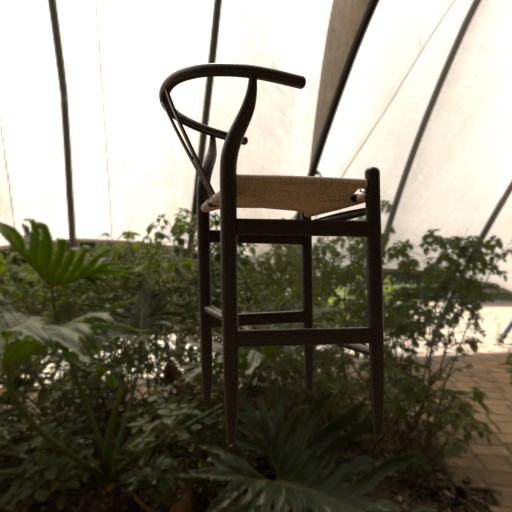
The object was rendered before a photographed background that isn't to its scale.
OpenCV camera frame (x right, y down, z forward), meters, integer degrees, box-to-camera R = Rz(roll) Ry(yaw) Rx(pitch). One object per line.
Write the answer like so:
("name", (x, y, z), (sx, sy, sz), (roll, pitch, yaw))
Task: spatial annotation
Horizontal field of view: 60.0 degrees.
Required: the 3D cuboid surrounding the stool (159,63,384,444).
("stool", (0.000, 0.000, 1.343), (0.579, 0.970, 0.569), (0, -1, -17))
